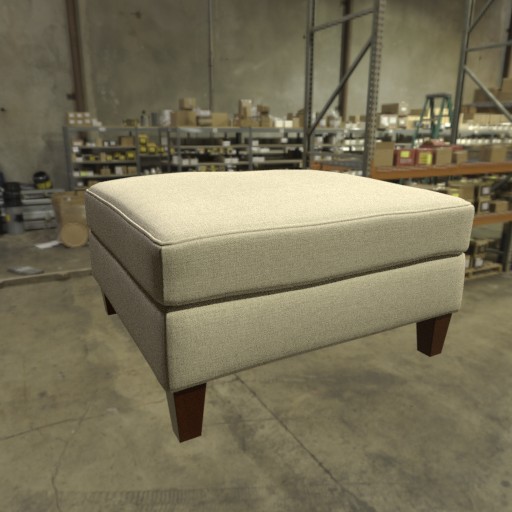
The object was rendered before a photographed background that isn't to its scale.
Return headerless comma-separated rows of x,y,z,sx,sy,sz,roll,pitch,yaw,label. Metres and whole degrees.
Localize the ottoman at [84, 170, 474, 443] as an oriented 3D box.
0.000,0.000,1.318,0.838,0.478,0.838,-9,18,-28,ottoman
